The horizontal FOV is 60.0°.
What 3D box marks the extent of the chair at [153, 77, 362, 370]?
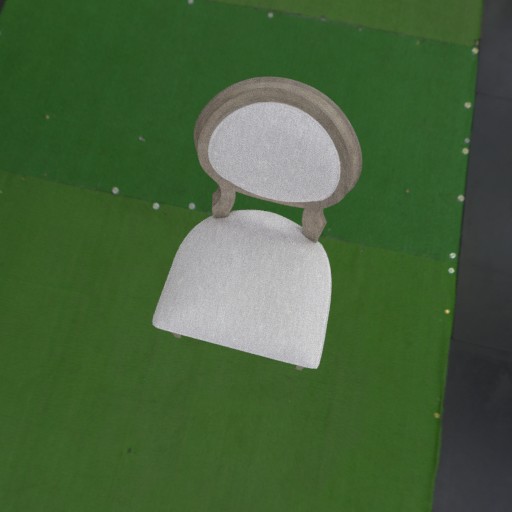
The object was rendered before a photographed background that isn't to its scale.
[{"bbox_3d":[0.000,0.000,1.396,0.558,0.990,0.602,14,77,3],"label":"chair"}]
